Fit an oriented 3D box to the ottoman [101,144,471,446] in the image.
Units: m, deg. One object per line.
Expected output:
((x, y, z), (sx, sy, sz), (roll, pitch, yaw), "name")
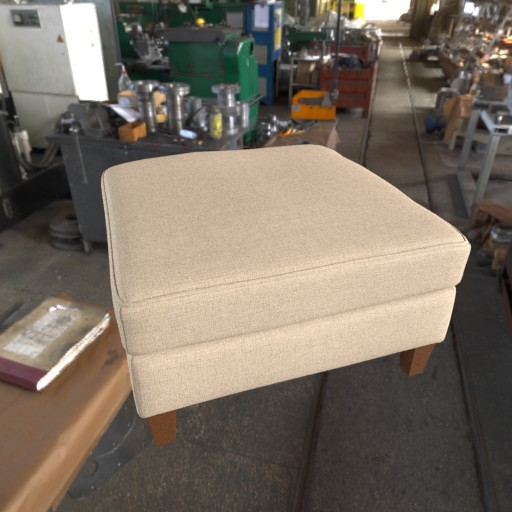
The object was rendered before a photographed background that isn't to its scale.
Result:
((0.000, 0.000, 1.368), (0.838, 0.503, 0.838), (-10, 32, -16), "ottoman")
